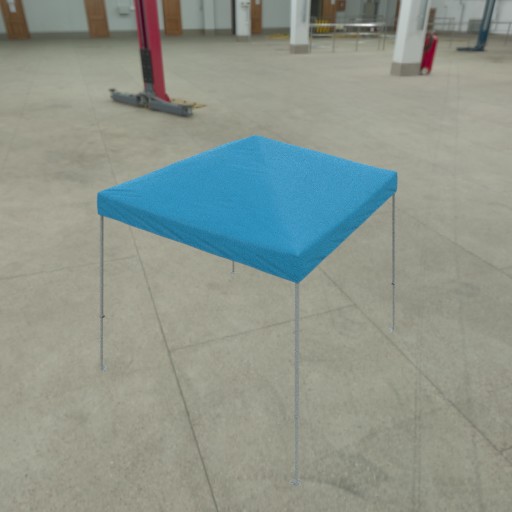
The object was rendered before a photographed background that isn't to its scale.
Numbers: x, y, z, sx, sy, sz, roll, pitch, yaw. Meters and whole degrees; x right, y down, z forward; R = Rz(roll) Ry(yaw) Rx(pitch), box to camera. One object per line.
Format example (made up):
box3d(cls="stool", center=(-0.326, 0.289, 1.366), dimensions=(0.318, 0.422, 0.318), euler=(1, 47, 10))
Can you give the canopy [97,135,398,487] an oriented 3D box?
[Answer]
box3d(cls="canopy", center=(0.000, 0.000, 5.247), dimensions=(2.850, 2.850, 2.849), euler=(18, 34, 29))
